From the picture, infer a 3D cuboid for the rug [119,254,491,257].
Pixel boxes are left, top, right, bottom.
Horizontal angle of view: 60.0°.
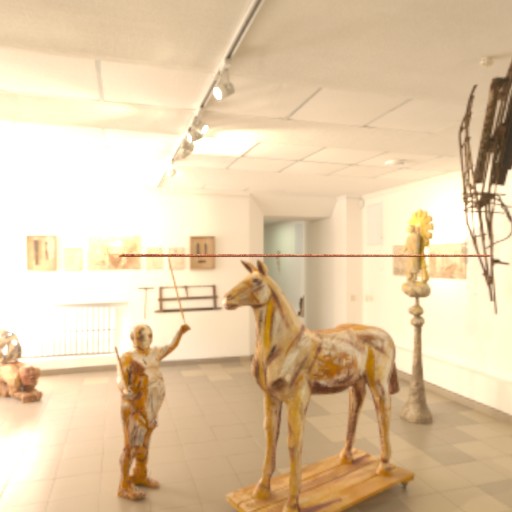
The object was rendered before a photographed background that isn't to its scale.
[{"bbox_3d":[0.000,0.000,4.140,2.441,0.016,3.050,0,0,-18],"label":"rug"}]
